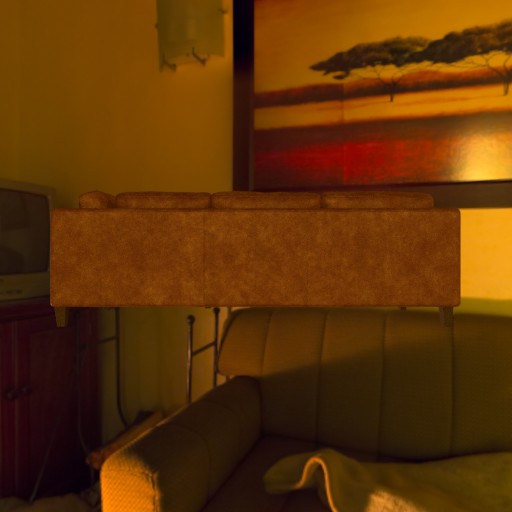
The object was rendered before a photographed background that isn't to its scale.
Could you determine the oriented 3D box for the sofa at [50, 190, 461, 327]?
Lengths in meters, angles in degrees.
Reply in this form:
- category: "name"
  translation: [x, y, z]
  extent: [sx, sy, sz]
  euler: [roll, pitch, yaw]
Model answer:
- category: "sofa"
  translation: [0.000, 0.000, 4.187]
  extent: [2.438, 0.838, 3.150]
  euler: [0, 0, 0]
